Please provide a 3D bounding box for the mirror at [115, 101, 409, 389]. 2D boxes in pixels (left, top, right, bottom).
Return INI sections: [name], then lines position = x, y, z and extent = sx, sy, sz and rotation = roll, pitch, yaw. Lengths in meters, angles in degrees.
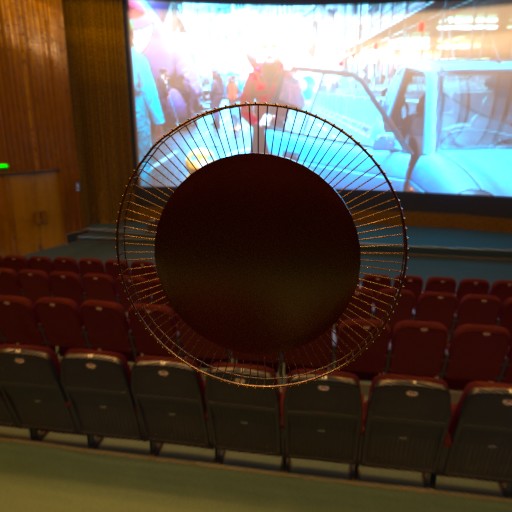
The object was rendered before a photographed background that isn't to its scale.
[mirror]
position = 0.000, 0.000, 1.068
extent = 0.703, 0.703, 0.067
rotation = 2, 15, 8
